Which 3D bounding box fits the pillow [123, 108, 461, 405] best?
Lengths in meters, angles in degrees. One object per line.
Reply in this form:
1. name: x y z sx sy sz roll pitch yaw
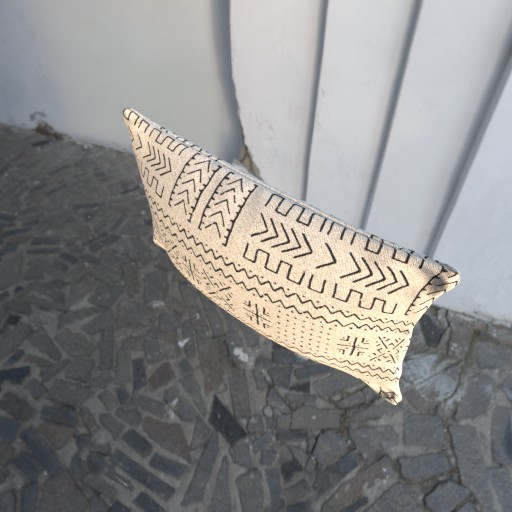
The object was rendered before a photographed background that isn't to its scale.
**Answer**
1. pillow: 0.000 0.000 0.786 0.637 0.352 0.188 31 54 26
